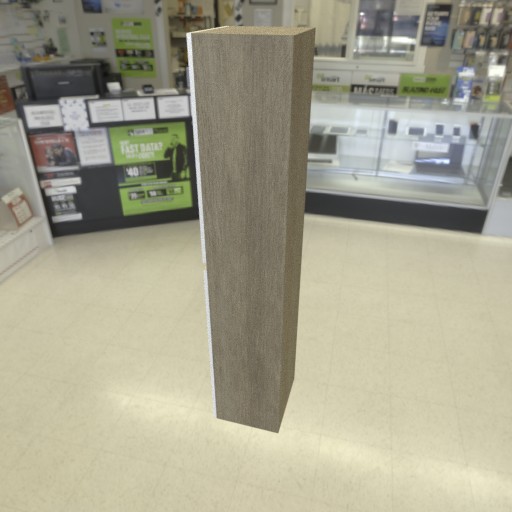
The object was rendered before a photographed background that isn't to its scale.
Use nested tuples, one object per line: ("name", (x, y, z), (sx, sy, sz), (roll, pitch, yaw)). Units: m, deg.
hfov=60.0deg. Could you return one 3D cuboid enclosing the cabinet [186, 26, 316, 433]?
("cabinet", (0.000, 0.000, 1.538), (0.270, 1.400, 0.300), (8, 32, 14))
